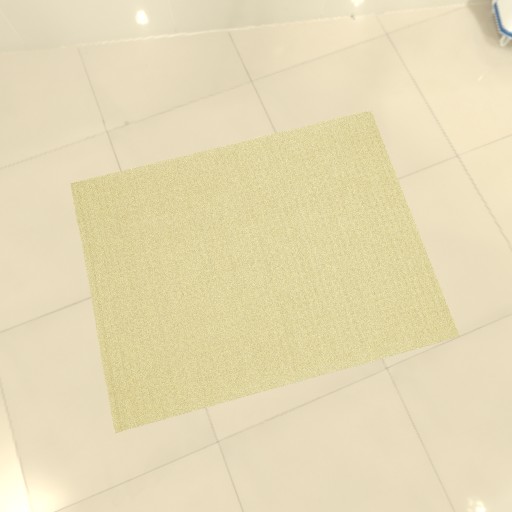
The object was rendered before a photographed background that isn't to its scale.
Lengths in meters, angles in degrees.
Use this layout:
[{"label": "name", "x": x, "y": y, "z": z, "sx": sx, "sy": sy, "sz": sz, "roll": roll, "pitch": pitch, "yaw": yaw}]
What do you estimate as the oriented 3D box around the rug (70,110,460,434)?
[{"label": "rug", "x": 0.000, "y": 0.000, "z": 4.257, "sx": 3.204, "sy": 0.016, "sz": 2.452, "roll": -15, "pitch": 75, "yaw": -4}]
